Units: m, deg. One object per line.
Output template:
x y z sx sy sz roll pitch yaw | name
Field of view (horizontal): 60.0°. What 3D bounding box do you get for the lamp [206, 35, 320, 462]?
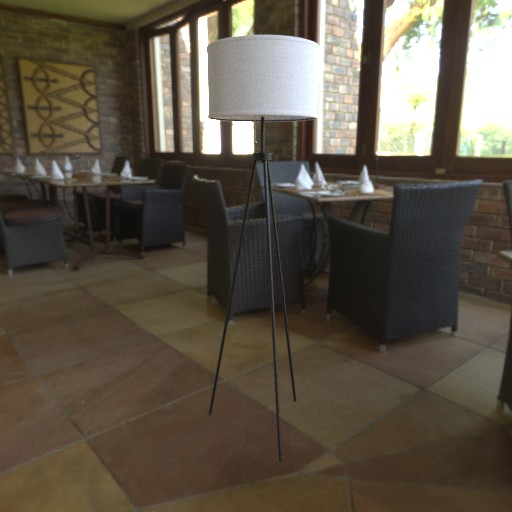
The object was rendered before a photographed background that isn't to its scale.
0.000 0.000 1.785 0.458 1.545 0.448 2 14 8 | lamp
